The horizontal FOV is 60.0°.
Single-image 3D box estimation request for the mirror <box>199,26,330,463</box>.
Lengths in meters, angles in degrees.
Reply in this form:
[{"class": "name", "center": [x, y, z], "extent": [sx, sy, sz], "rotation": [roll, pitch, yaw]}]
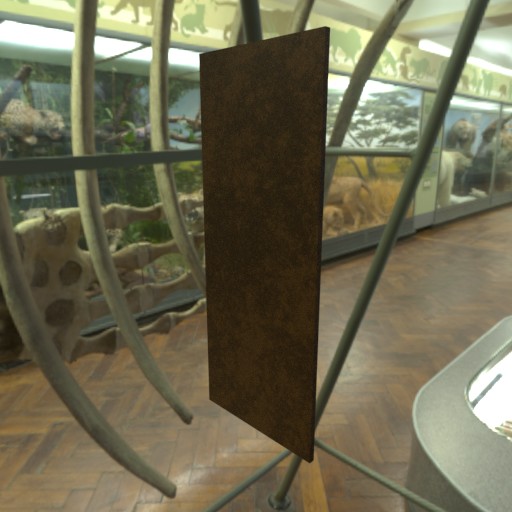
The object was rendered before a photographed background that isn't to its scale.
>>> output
[{"class": "mirror", "center": [0.000, 0.000, 2.296], "extent": [0.032, 2.031, 0.812], "rotation": [-14, 20, -43]}]
